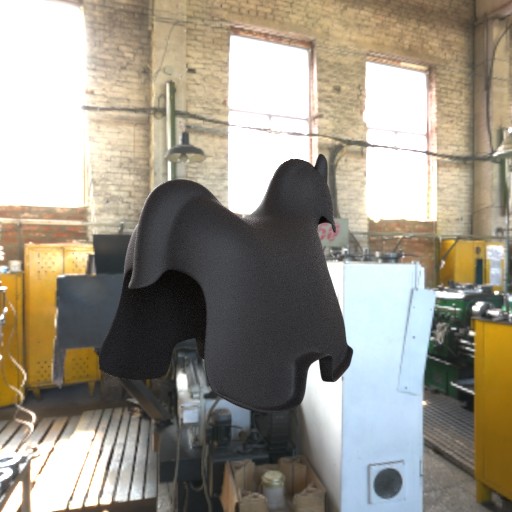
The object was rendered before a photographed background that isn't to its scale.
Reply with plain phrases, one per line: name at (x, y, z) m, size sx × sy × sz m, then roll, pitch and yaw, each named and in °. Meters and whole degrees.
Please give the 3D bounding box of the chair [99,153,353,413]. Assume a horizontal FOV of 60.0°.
chair at (0.000, 0.000, 1.137) m, size 0.429 × 0.612 × 0.800 m, roll 0°, pitch 0°, yaw 35°
